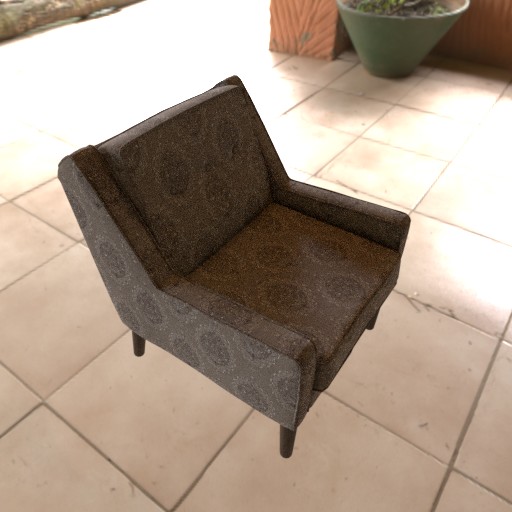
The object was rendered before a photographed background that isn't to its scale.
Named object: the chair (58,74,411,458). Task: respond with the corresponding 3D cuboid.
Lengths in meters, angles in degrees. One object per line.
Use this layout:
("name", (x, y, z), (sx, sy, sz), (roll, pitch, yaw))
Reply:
("chair", (0.000, 0.000, 1.333), (0.750, 0.797, 0.665), (25, 48, 25))
